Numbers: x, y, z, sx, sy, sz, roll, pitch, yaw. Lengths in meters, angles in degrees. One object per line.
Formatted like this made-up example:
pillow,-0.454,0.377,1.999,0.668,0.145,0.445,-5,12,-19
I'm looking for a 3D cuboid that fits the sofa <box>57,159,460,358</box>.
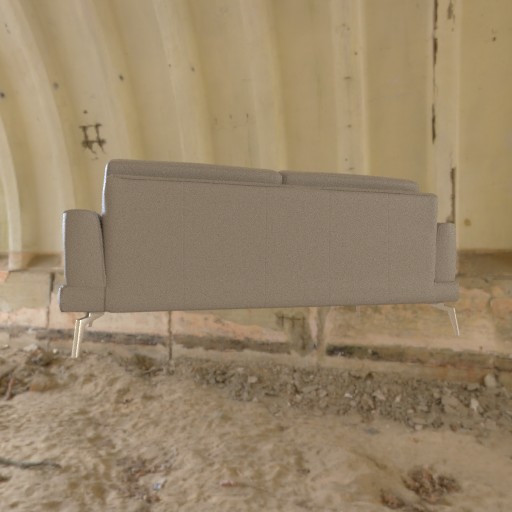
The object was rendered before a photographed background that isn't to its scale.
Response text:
sofa,0.000,0.000,2.737,2.177,0.930,1.121,0,-2,-18
